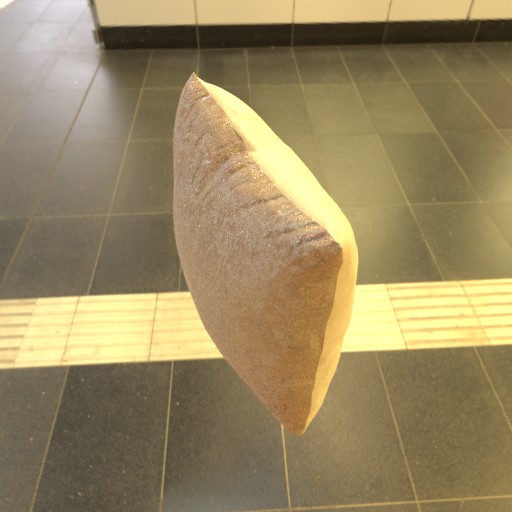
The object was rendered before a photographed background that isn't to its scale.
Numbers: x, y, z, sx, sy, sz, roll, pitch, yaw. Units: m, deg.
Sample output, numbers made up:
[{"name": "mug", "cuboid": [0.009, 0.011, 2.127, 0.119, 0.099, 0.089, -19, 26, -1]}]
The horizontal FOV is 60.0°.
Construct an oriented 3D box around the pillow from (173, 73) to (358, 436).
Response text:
[{"name": "pillow", "cuboid": [0.000, 0.000, 0.736, 0.245, 0.448, 0.450, -17, 49, -15]}]
